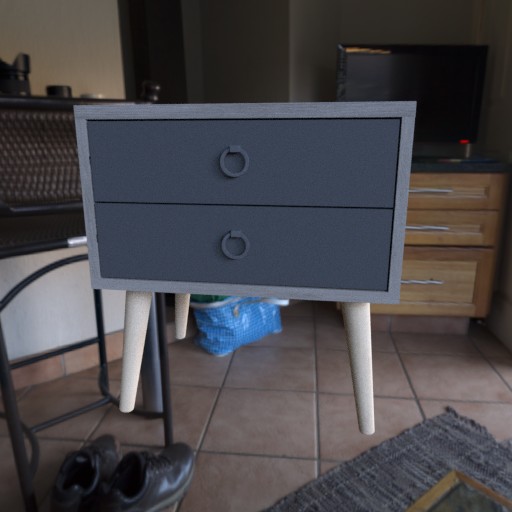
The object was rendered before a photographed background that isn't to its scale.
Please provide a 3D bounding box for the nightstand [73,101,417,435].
[{"bbox_3d":[0.000,0.000,0.808,0.450,0.500,0.380,2,15,8],"label":"nightstand"}]
